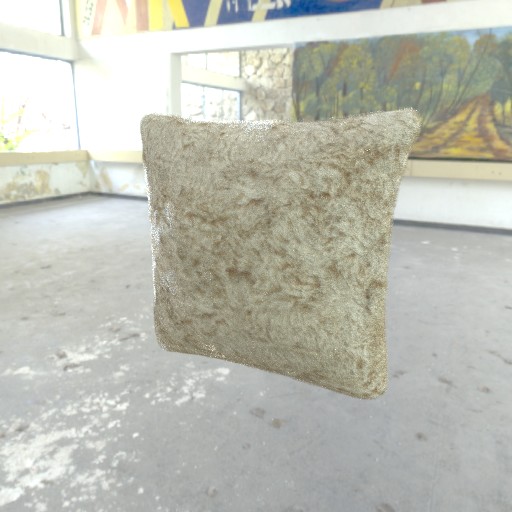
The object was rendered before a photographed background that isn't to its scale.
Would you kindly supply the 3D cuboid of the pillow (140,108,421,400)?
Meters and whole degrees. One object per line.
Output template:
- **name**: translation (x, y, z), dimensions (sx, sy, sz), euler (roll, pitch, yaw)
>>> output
- **pillow**: translation (0.000, 0.000, 0.830), dimensions (0.538, 0.525, 0.216), euler (8, 17, 25)
